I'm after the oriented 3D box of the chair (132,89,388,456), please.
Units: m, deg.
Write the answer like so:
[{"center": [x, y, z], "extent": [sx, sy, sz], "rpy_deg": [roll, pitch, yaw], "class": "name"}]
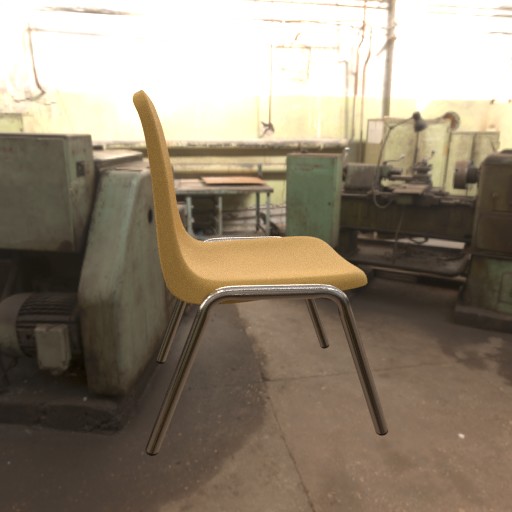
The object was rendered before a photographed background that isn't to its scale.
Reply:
[{"center": [0.000, 0.000, 0.841], "extent": [0.423, 0.586, 0.354], "rpy_deg": [-2, 16, -9], "class": "chair"}]
